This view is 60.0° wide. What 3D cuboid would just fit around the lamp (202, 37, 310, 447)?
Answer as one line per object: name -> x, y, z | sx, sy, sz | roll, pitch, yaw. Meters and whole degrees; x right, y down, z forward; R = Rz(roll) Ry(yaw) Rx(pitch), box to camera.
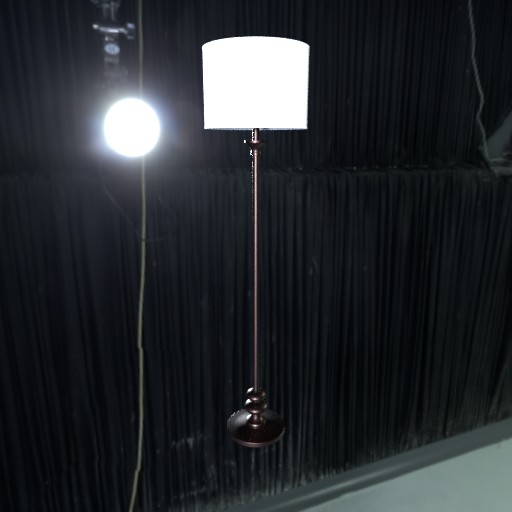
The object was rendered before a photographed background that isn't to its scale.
lamp -> 0.000, 0.000, 1.666 | 0.356, 1.487, 0.356 | -7, 16, -26
